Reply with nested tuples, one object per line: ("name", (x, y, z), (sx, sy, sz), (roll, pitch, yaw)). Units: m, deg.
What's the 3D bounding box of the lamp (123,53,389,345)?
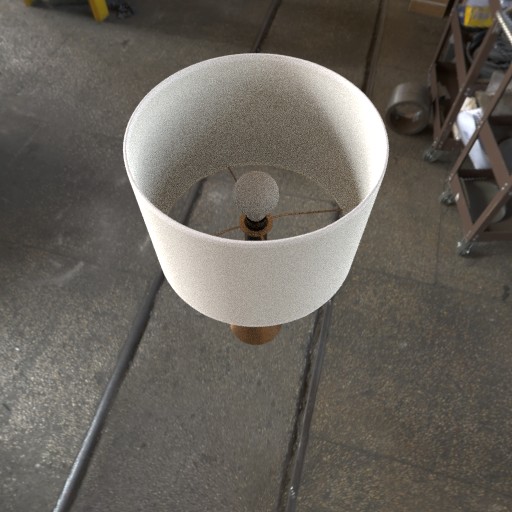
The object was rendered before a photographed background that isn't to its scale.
("lamp", (0.000, 0.000, 0.656), (0.268, 0.479, 0.268), (-16, 60, -10))
